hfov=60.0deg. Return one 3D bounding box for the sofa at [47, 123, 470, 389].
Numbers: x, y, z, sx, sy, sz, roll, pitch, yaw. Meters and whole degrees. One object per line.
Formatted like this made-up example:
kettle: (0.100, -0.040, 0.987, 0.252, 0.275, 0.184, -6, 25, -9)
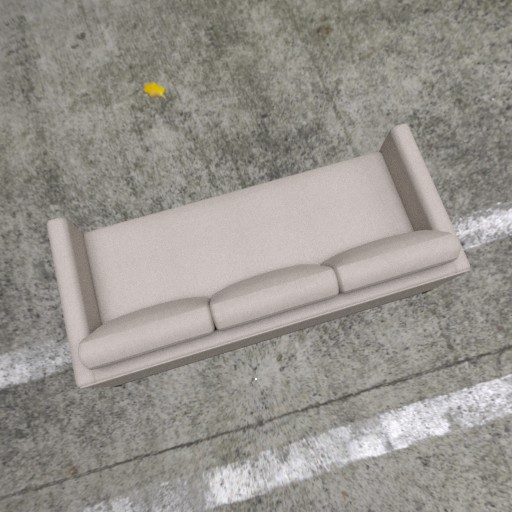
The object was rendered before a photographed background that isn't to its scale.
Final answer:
sofa: (0.000, 0.000, 2.689, 2.210, 0.838, 0.959, -16, 75, -4)
